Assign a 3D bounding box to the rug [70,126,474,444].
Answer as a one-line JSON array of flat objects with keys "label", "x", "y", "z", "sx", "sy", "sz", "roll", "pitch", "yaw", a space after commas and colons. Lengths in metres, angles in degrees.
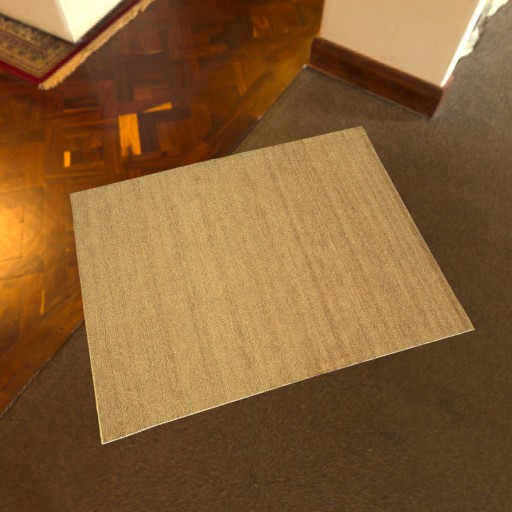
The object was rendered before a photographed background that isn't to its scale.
[{"label": "rug", "x": 0.000, "y": 0.000, "z": 4.131, "sx": 3.202, "sy": 0.045, "sz": 2.434, "roll": -15, "pitch": 64, "yaw": -8}]
